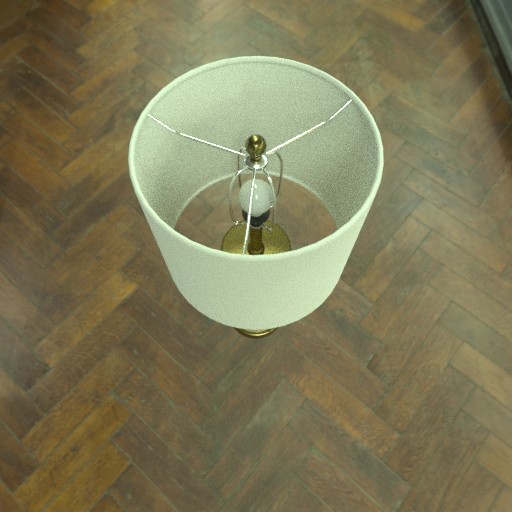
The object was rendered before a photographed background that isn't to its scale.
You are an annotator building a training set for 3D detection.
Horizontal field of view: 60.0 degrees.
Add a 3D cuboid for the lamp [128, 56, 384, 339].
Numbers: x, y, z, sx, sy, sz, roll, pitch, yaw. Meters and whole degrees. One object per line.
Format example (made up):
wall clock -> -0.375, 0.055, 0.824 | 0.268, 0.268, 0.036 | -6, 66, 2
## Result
lamp -> 0.000, 0.000, 0.806 | 0.305, 0.634, 0.305 | -32, 68, -14
